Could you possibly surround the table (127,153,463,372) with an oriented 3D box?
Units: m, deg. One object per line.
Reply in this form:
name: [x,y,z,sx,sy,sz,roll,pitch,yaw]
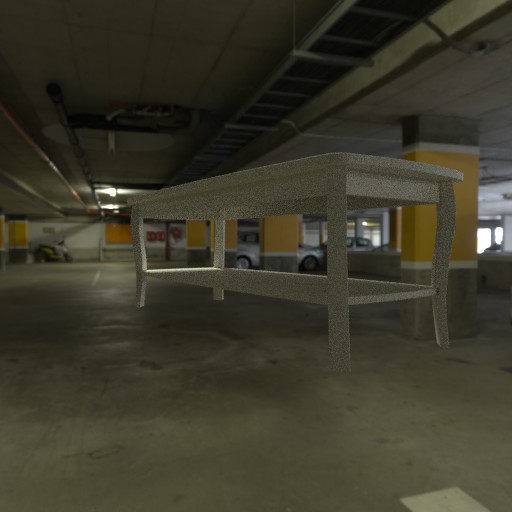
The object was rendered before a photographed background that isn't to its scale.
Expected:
table: [0.000,0.000,1.594,0.561,0.474,1.334,-1,2,-36]
